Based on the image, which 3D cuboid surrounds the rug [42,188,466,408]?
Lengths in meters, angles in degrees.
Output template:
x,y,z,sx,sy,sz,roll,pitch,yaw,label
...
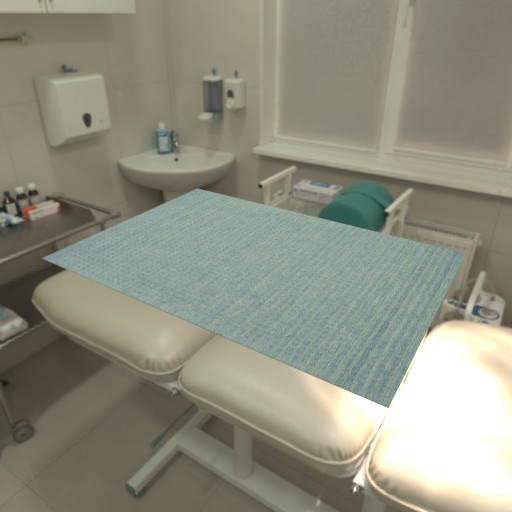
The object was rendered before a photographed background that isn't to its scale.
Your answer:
x,y,z,sx,sy,sz,roll,pitch,yaw,label
0.000,0.000,3.673,2.895,0.006,1.982,17,33,29,rug
